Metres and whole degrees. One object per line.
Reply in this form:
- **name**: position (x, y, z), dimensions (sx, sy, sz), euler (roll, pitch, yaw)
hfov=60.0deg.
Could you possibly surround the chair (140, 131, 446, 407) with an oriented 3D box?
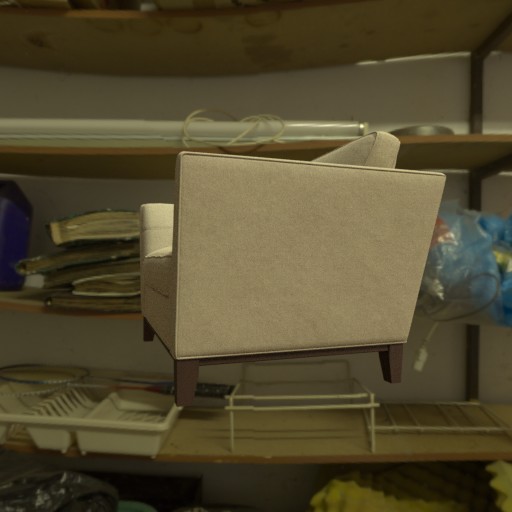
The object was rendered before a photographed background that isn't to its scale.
- **chair**: position (0.000, 0.000, 2.082), dimensions (0.965, 0.940, 1.397), euler (0, 0, -19)
